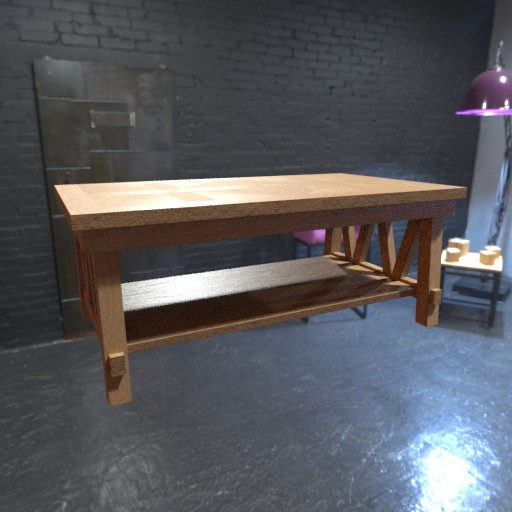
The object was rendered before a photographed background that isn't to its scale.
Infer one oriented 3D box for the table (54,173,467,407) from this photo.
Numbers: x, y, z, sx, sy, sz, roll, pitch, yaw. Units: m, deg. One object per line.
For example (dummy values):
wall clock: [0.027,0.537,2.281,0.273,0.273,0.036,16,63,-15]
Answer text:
table: [0.000,0.000,1.626,1.270,0.507,0.711,-7,17,-25]
